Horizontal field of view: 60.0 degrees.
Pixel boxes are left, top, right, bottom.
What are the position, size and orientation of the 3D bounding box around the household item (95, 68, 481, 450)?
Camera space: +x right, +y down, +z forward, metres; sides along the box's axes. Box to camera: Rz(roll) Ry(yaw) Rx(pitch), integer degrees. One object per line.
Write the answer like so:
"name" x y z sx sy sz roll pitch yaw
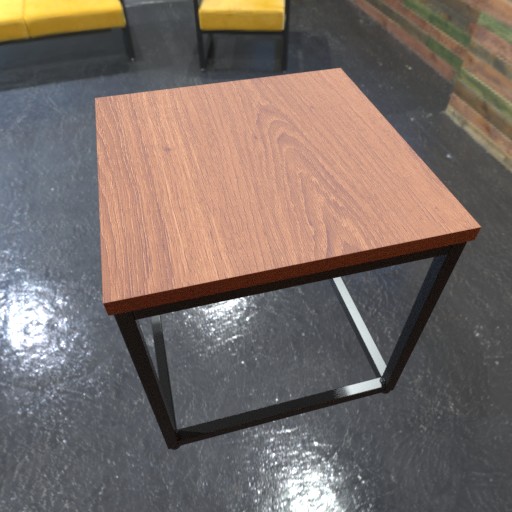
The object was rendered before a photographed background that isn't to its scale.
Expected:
"household item" 0.000 0.000 0.724 0.400 0.400 0.400 -11 48 -10
